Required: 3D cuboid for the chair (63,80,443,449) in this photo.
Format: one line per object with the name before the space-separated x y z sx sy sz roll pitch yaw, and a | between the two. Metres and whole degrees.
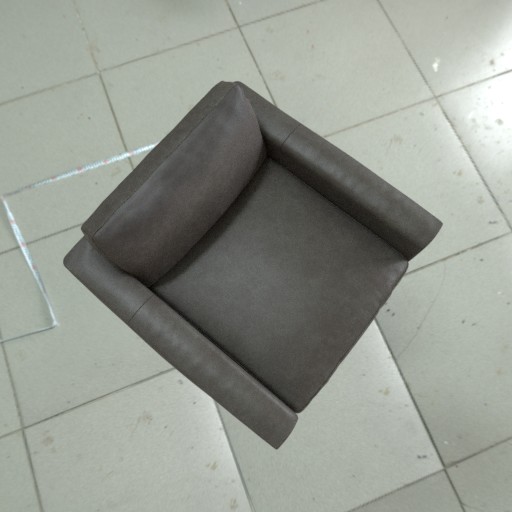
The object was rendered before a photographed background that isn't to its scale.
chair | 0.000 0.000 1.855 1.080 0.807 1.106 38 78 10
